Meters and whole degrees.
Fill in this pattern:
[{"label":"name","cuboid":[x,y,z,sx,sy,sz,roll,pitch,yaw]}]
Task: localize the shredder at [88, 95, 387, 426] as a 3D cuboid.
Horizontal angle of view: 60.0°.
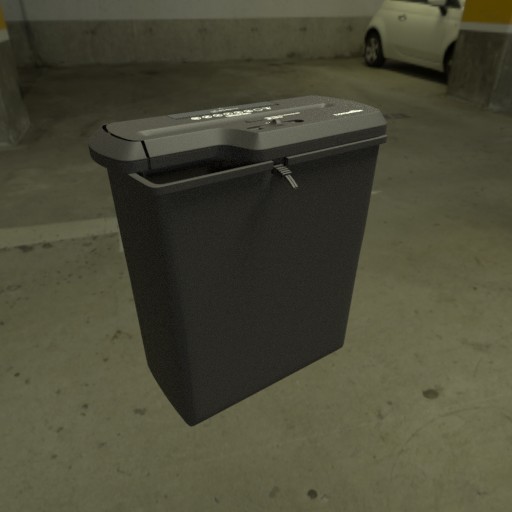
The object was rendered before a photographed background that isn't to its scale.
[{"label":"shredder","cuboid":[0.000,0.000,0.536,0.320,0.335,0.170,-19,35,-30]}]
